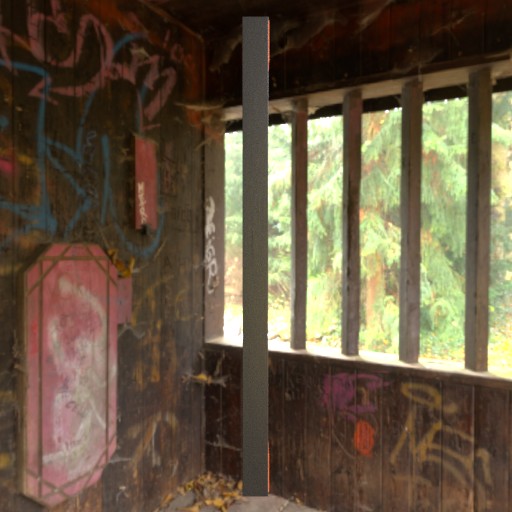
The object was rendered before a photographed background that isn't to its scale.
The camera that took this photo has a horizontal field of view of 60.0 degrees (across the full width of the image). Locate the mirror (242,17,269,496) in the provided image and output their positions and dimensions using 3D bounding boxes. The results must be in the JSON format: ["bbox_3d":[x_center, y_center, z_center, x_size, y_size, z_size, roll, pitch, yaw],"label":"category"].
[{"bbox_3d":[0.000,0.000,1.022,0.047,0.823,0.525,0,1,0],"label":"mirror"}]
